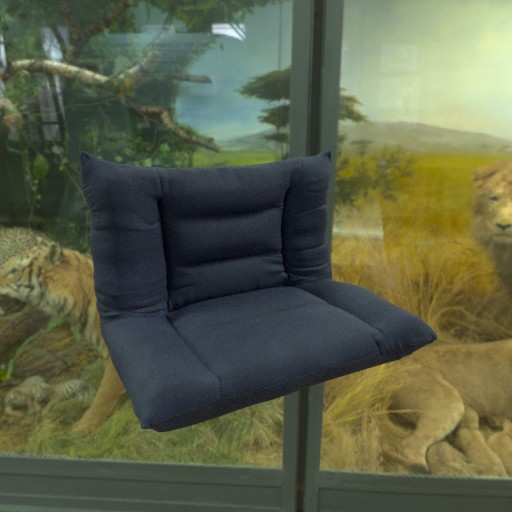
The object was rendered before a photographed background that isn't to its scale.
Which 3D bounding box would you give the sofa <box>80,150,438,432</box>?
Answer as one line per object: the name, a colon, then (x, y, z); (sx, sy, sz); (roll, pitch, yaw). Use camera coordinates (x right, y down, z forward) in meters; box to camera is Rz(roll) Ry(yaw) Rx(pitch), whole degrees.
sofa: (0.000, 0.000, 1.688); (1.122, 0.778, 0.849); (-9, 19, -26)
